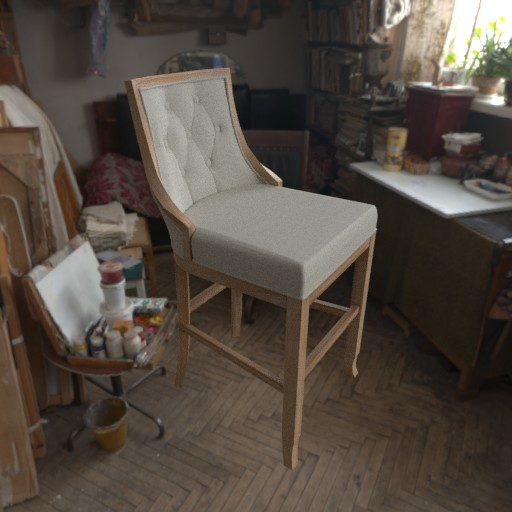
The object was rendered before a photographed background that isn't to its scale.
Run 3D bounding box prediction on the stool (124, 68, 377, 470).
[{"bbox_3d":[0.000,0.000,1.470,0.626,1.101,0.524,17,32,30],"label":"stool"}]
